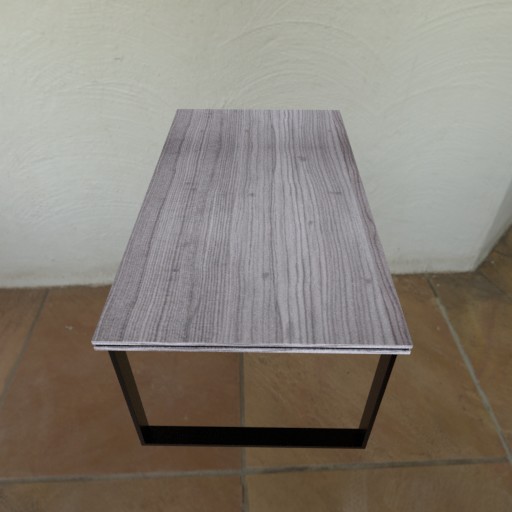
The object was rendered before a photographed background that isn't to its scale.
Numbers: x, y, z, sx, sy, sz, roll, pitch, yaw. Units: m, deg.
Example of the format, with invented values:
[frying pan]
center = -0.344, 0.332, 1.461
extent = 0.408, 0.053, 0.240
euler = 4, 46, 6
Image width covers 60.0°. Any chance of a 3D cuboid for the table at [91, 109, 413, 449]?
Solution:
[table]
center = 0.000, 0.000, 2.050
extent = 0.881, 0.736, 1.579
euler = 1, 41, 1
